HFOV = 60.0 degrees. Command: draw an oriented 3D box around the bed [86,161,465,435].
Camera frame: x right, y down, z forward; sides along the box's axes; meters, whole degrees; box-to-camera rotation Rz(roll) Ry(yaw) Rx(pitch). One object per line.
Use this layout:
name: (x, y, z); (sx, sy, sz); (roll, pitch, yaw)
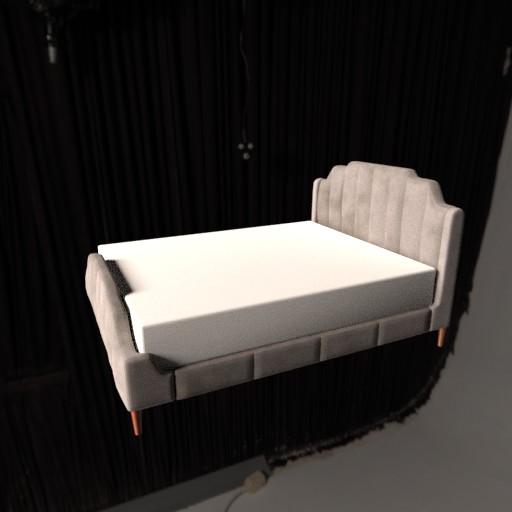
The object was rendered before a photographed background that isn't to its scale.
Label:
bed: (0.000, 0.000, 3.329); (2.340, 1.245, 1.676); (-8, 19, -24)
